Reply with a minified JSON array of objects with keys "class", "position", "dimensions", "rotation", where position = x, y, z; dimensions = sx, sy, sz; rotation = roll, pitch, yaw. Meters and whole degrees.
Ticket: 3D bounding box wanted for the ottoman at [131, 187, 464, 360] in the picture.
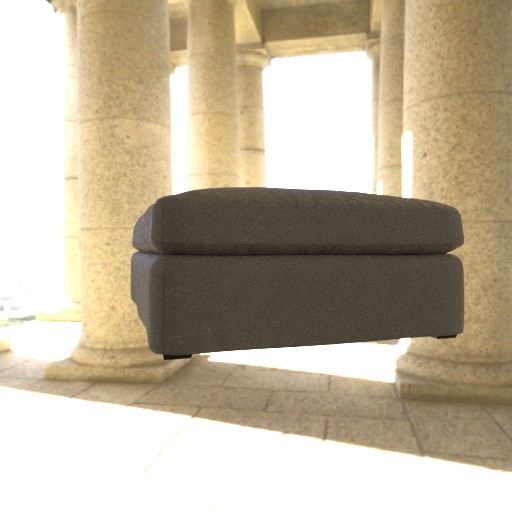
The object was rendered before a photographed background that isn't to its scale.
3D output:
[{"class":"ottoman","position":[0.000,0.000,1.610],"dimensions":[0.840,0.429,1.199],"rotation":[0,1,-18]}]
